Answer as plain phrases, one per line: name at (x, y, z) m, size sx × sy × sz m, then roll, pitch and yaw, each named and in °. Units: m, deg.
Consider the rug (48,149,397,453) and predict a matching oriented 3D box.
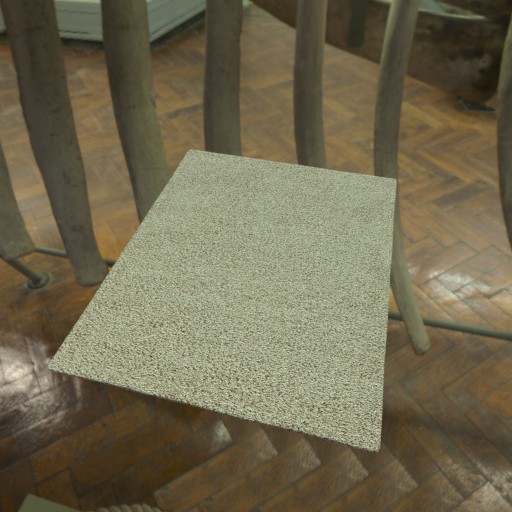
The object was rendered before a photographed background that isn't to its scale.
rug at (0.000, 0.000, 4.104) m, size 2.438 × 0.029 × 3.047 m, roll 11°, pitch 47°, yaw 10°
